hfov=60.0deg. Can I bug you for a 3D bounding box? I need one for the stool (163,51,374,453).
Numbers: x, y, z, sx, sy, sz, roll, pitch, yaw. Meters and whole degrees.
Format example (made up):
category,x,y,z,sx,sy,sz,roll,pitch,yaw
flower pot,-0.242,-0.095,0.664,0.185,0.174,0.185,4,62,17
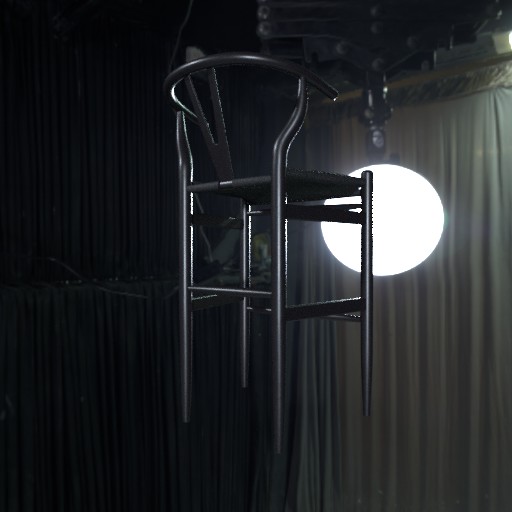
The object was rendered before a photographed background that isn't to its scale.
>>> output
category,x,y,z,sx,sy,sz,roll,pitch,yaw
stool,0.000,0.000,1.431,0.569,1.072,0.579,0,1,37
